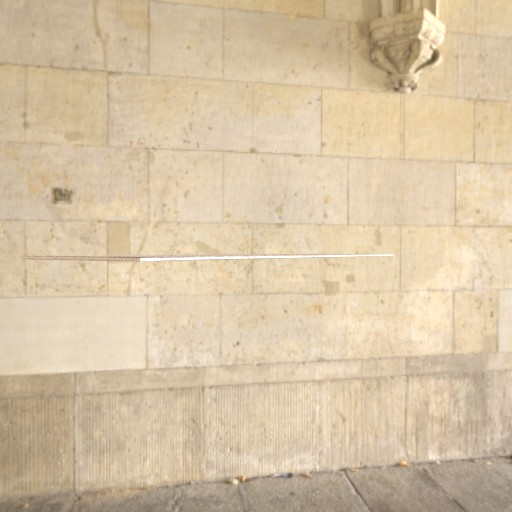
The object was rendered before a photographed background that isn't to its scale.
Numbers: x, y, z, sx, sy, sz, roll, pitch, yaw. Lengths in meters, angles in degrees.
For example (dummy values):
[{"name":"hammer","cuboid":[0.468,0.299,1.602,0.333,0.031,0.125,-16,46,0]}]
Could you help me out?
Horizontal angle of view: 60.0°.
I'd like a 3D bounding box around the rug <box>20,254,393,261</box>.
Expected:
[{"name":"rug","cuboid":[0.000,0.000,2.718,0.855,0.017,2.452,0,1,36]}]
